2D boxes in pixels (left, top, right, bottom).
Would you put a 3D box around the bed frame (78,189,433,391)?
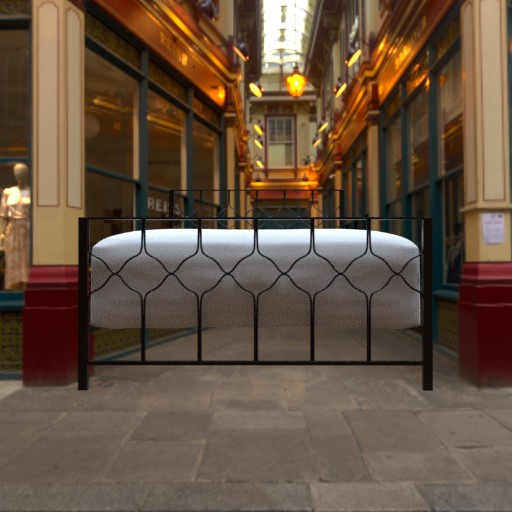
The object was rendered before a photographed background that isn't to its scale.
[{"bbox_3d":[0.000,0.000,3.028,1.597,1.222,2.063,0,0,0],"label":"bed frame"}]
